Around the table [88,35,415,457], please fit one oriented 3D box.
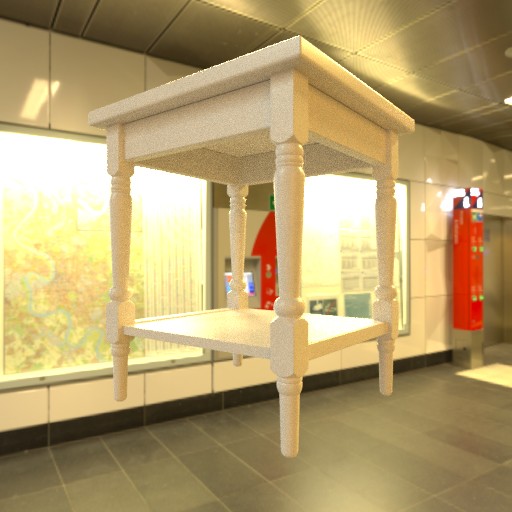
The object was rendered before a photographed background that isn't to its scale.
[{"bbox_3d":[0.000,0.000,0.888,0.488,0.565,0.442,0,0,38],"label":"table"}]
